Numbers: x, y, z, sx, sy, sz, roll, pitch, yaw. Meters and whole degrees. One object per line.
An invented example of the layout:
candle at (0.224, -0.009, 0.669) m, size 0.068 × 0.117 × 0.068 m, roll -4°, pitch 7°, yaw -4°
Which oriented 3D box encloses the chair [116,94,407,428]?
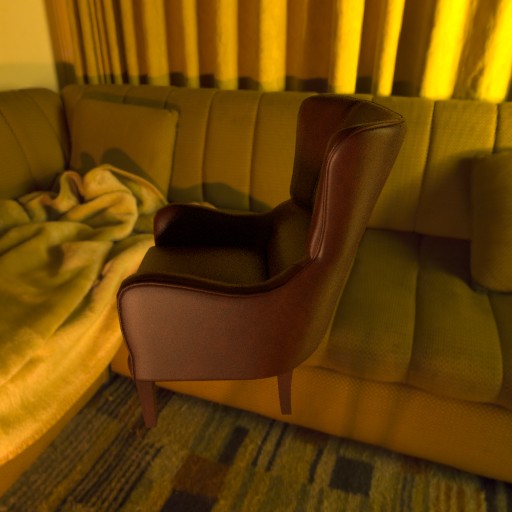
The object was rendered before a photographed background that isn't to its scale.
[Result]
chair at (0.000, 0.000, 1.622) m, size 0.914 × 1.048 × 0.692 m, roll -1°, pitch 27°, yaw -1°
